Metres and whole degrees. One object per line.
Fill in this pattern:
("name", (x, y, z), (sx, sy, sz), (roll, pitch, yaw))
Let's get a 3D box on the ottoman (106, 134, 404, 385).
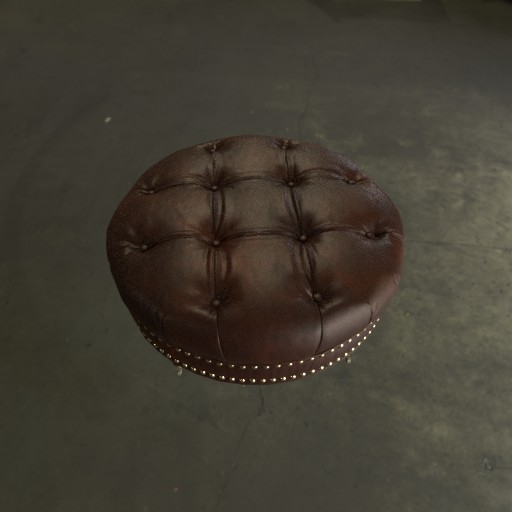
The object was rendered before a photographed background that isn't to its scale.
("ottoman", (0.000, 0.000, 1.430), (0.901, 0.455, 0.901), (0, 46, 0))
